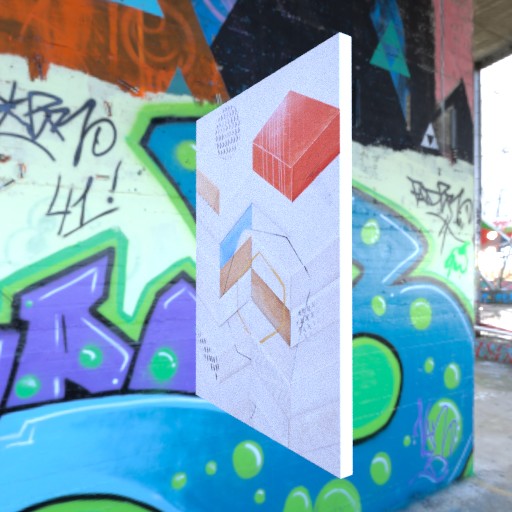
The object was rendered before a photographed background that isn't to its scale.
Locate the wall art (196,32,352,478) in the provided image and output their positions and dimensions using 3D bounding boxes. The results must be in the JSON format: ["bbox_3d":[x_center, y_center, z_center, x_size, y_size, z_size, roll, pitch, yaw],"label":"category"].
[{"bbox_3d":[0.000,0.000,1.605,0.046,1.221,0.914,1,-1,-33],"label":"wall art"}]
